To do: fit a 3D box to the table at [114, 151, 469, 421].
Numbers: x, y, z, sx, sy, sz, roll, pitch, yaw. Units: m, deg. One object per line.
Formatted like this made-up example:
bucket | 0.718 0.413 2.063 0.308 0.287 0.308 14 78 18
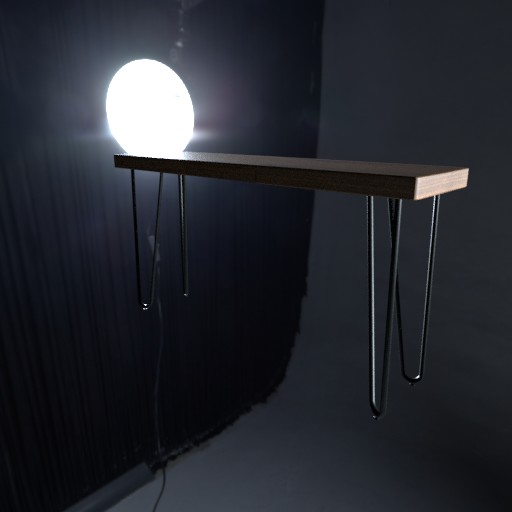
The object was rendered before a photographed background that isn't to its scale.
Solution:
table | 0.000 0.000 1.961 1.570 0.834 0.425 14 22 41
